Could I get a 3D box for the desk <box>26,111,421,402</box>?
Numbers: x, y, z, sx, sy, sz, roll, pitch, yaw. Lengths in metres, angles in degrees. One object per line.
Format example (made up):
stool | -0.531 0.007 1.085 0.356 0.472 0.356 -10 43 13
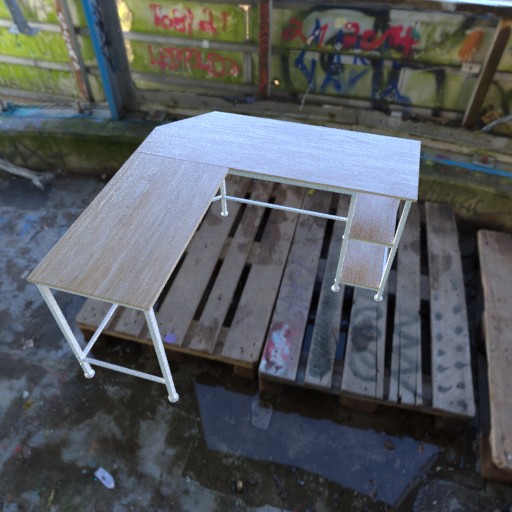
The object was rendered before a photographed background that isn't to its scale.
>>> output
desk | 0.000 0.000 2.239 1.379 0.739 1.379 12 47 11
